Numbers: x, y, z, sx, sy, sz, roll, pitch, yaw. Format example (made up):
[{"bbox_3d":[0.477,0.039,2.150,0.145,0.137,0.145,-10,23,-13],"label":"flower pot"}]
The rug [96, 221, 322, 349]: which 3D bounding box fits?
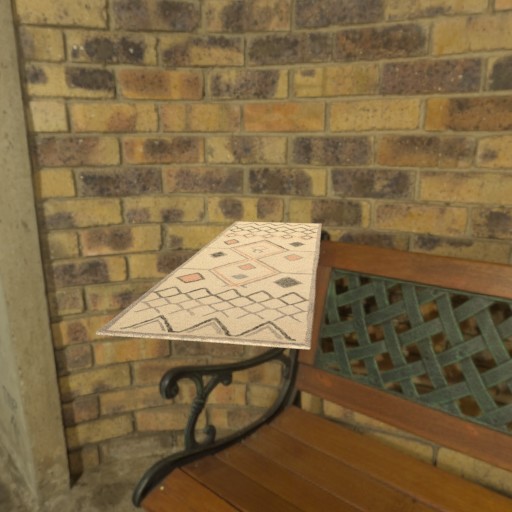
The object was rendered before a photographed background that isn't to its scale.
[{"bbox_3d":[0.000,0.000,2.659,0.750,0.011,2.435,2,14,9],"label":"rug"}]
